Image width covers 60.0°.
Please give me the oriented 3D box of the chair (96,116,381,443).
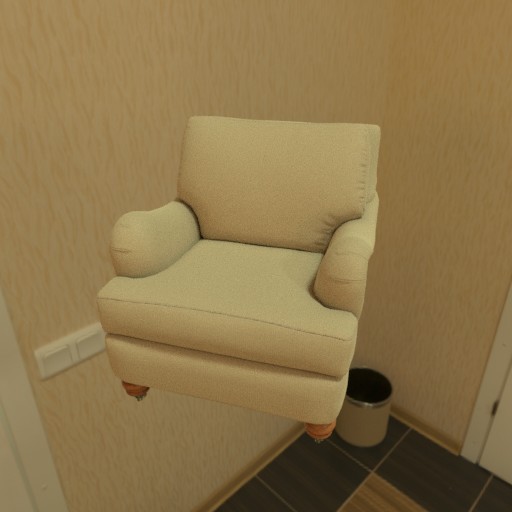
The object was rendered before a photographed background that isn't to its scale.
[{"bbox_3d":[0.000,0.000,1.885,0.955,1.038,1.070,7,28,14],"label":"chair"}]
